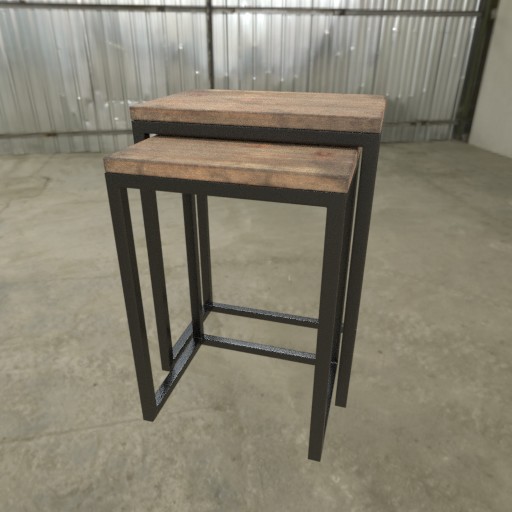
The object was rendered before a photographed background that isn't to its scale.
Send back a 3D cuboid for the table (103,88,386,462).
[{"bbox_3d":[0.000,0.000,0.947,0.456,0.615,0.460,8,28,16],"label":"table"}]
